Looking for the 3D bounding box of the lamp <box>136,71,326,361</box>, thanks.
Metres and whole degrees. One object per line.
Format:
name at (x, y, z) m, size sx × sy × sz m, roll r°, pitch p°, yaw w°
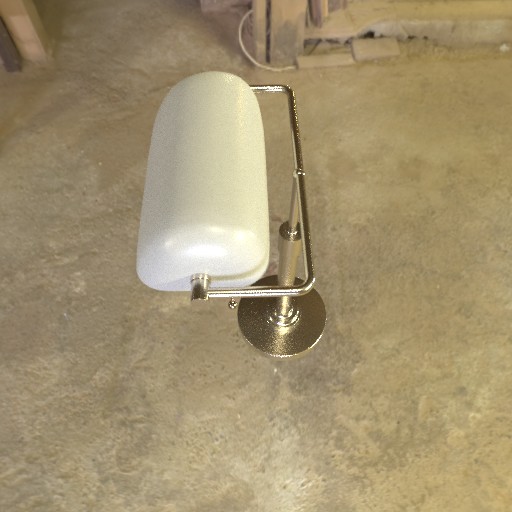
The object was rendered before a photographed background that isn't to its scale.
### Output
lamp at (0.000, 0.000, 0.557) m, size 0.227 × 0.404 × 0.269 m, roll -1°, pitch 59°, yaw -1°
